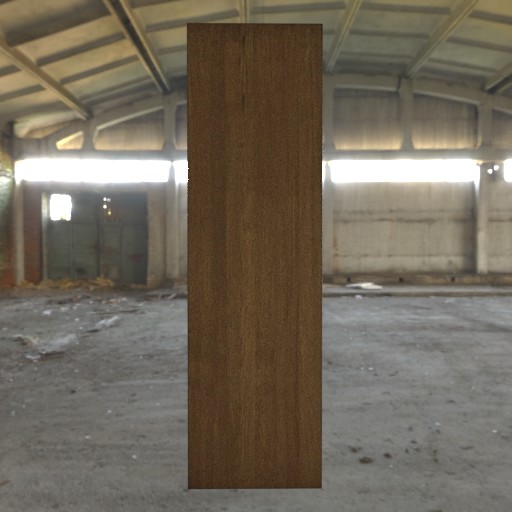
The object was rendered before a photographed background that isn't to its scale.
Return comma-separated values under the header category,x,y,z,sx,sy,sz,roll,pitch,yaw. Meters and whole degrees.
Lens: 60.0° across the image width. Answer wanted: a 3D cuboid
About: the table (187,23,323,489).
category,x,y,z,sx,sy,sz,roll,pitch,yaw
table,0.000,0.000,2.452,0.600,2.000,1.100,0,1,-1
